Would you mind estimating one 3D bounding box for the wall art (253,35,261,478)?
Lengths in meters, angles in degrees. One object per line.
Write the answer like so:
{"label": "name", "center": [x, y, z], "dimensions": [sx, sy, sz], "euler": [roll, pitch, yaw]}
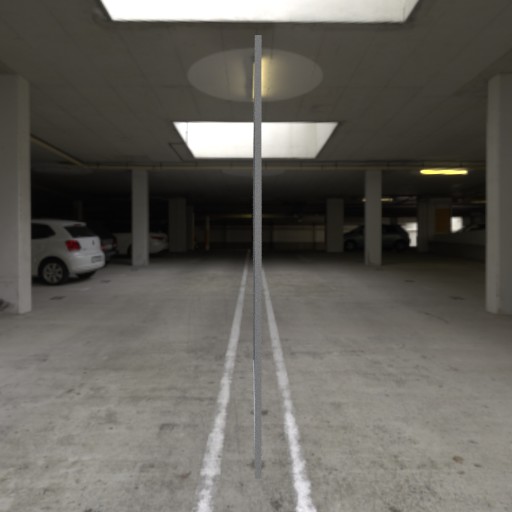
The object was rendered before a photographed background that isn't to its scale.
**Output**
{"label": "wall art", "center": [0.000, 0.000, 0.684], "dimensions": [0.007, 0.456, 0.456], "euler": [0, 1, -1]}
